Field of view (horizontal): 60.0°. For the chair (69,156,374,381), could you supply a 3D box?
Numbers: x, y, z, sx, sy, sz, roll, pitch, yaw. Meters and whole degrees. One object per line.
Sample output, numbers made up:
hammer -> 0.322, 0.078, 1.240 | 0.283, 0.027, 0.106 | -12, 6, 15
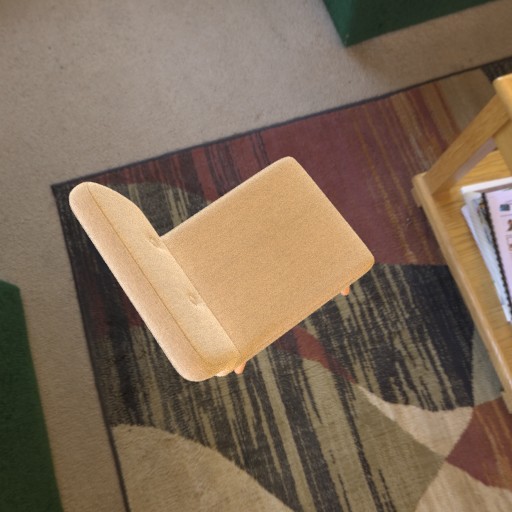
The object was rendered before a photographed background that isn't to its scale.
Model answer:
chair -> 0.000, 0.000, 1.183 | 0.550, 0.885, 0.435 | -35, 78, -8
